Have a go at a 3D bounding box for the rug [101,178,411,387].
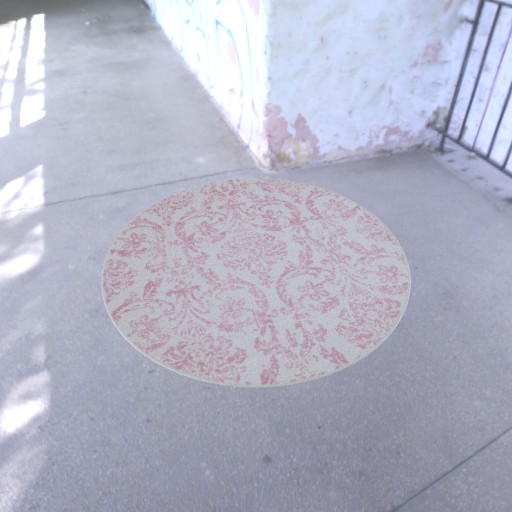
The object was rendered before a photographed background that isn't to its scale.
[{"bbox_3d":[0.000,0.000,2.361,1.593,0.012,1.593,0,41,0],"label":"rug"}]
